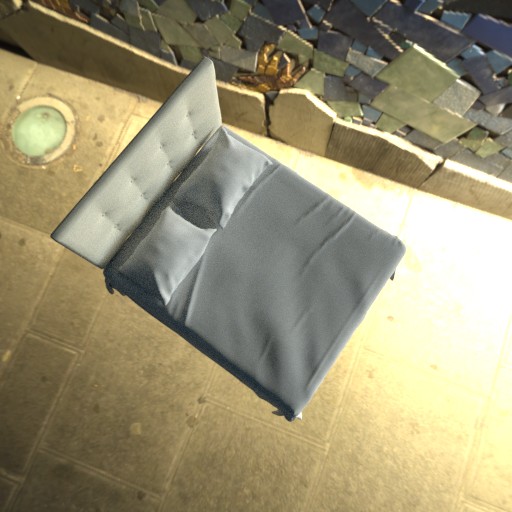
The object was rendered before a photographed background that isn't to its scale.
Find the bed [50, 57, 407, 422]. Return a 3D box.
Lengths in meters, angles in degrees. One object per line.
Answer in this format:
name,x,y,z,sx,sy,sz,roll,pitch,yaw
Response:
bed,0.000,0.000,3.557,2.222,1.577,1.936,35,79,8
